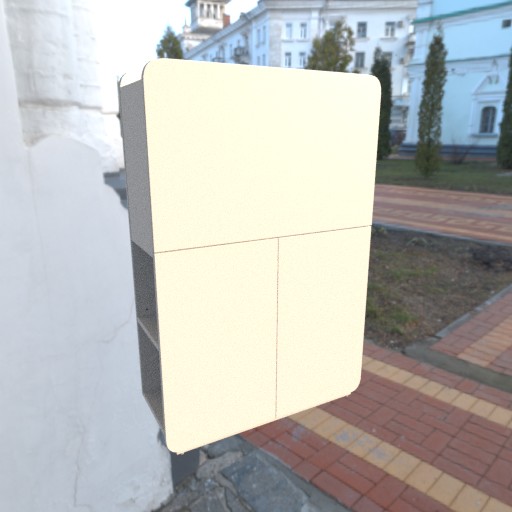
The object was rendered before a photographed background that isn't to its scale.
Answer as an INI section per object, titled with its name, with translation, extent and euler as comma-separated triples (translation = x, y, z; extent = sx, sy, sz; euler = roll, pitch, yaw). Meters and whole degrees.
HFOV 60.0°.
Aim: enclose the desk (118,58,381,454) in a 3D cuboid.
[desk]
translation = 0.000, 0.000, 1.547
extent = 0.795, 1.190, 0.278
euler = -8, 18, -28
